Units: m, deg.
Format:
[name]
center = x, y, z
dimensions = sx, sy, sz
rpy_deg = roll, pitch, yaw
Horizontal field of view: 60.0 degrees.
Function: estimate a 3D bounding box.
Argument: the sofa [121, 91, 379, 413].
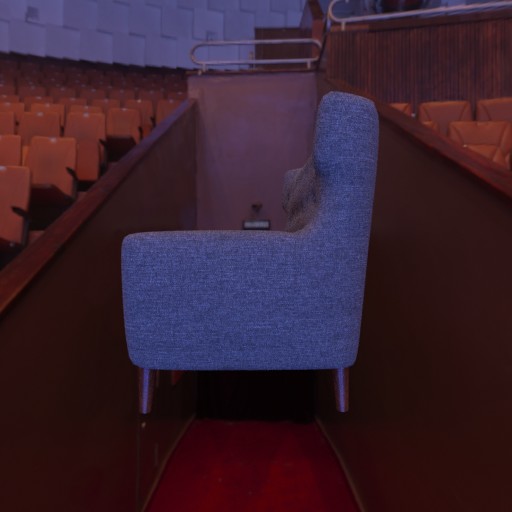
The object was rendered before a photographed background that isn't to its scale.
[sofa]
center = 0.000, 0.000, 2.017
dimensions = 0.874, 1.028, 1.358
rpy_deg = 0, 0, -1
